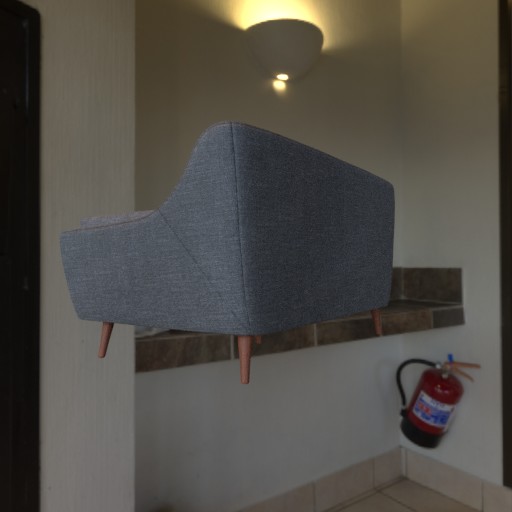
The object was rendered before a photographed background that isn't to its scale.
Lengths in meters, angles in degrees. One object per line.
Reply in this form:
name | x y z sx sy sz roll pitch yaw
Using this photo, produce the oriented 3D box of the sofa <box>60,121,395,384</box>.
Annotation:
sofa | 0.000 0.000 2.260 0.976 0.887 1.646 -1 -1 36
